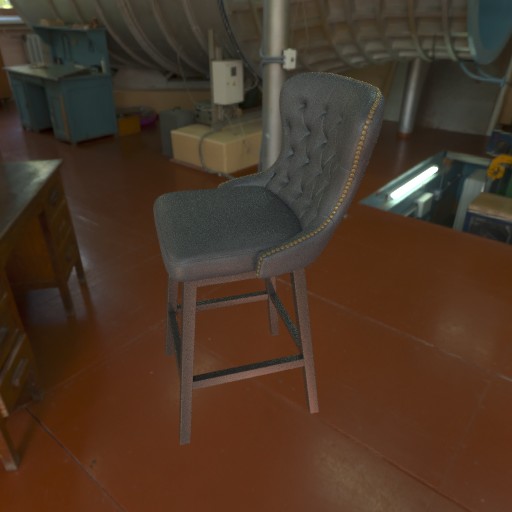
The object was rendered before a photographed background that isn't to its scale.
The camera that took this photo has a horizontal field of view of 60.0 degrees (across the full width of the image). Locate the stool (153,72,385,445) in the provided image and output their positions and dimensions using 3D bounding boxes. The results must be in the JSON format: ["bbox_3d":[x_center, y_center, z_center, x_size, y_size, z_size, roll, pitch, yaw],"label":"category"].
[{"bbox_3d":[0.000,0.000,1.328,0.593,0.971,0.528,-8,31,-14],"label":"stool"}]
